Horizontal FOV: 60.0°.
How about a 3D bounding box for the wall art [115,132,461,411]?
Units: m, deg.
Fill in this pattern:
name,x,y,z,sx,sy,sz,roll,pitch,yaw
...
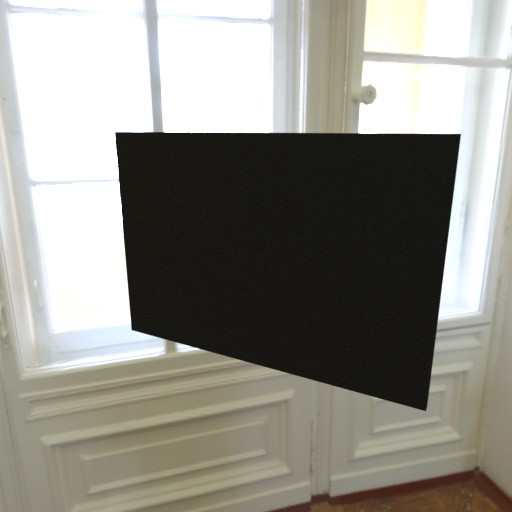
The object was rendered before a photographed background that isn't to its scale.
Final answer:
name,x,y,z,sx,sy,sz,roll,pitch,yaw
wall art,0.000,0.000,1.230,0.964,0.659,0.049,9,18,29
